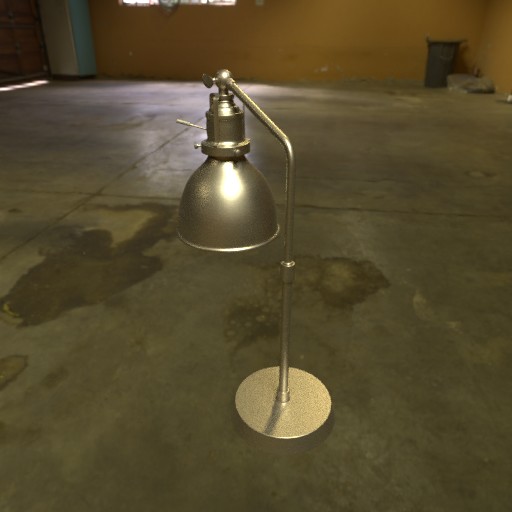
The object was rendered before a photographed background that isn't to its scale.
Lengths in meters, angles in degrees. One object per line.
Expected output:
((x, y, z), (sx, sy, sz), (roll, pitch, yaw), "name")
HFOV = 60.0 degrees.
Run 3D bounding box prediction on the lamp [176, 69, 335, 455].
((0.000, 0.000, 0.596), (0.153, 0.456, 0.286), (-18, 32, -32), "lamp")
